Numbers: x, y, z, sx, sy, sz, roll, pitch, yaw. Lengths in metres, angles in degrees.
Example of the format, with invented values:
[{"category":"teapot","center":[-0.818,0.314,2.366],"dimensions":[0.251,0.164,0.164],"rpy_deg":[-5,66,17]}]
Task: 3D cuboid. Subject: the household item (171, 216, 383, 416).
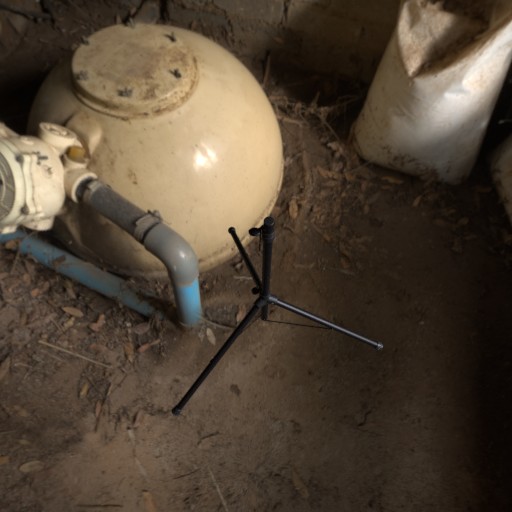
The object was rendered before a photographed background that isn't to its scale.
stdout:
[{"category":"household item","center":[0.000,0.000,2.760],"dimensions":[1.596,1.595,1.339],"rpy_deg":[-15,65,-7]}]
